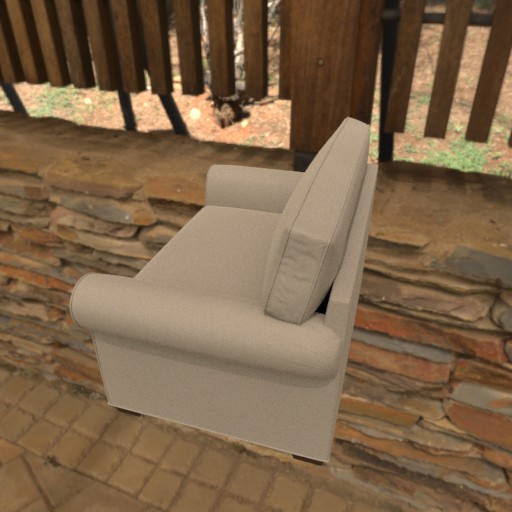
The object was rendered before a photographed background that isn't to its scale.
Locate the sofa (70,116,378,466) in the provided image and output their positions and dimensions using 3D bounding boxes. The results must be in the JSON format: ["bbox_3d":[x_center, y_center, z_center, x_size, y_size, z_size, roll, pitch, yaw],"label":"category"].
[{"bbox_3d":[0.000,0.000,2.015,0.937,1.006,1.405,9,32,15],"label":"sofa"}]
